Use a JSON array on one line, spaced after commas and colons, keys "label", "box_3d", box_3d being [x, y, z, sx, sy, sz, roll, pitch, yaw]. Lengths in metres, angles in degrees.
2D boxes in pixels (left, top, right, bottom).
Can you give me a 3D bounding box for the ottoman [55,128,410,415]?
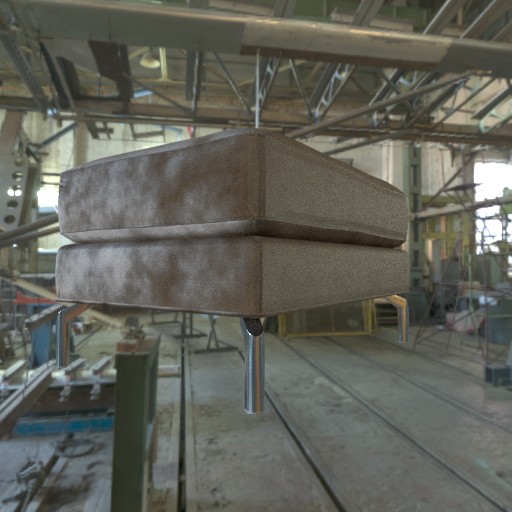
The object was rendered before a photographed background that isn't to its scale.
[{"label": "ottoman", "box_3d": [0.000, 0.000, 1.046, 0.520, 0.456, 0.719, -1, -1, 35]}]
